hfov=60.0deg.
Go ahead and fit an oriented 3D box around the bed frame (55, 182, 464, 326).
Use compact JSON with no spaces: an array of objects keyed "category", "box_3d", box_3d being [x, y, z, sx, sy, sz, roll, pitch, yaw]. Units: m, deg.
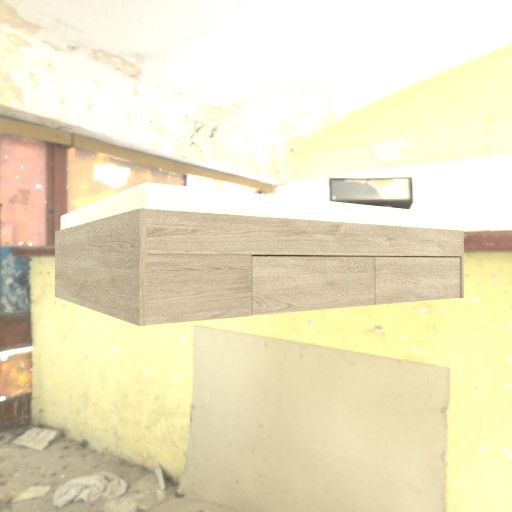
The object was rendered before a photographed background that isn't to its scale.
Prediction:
[{"category":"bed frame","box_3d":[0.000,0.000,2.627,1.944,0.490,1.448,0,-1,-35]}]
